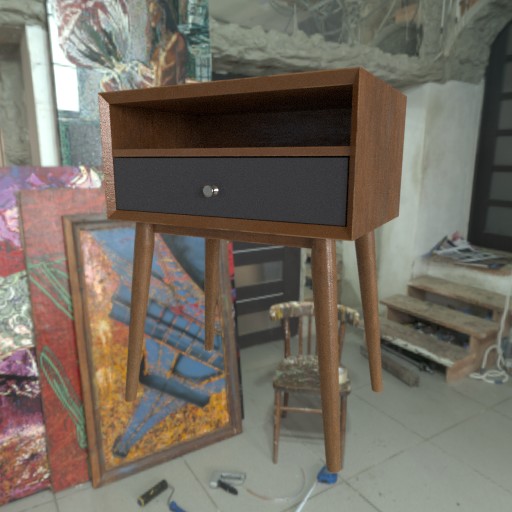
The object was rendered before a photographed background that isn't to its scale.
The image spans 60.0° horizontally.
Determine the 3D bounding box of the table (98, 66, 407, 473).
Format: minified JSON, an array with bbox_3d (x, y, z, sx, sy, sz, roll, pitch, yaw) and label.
[{"bbox_3d":[0.000,0.000,0.838,0.454,0.580,0.307,7,14,28],"label":"table"}]
